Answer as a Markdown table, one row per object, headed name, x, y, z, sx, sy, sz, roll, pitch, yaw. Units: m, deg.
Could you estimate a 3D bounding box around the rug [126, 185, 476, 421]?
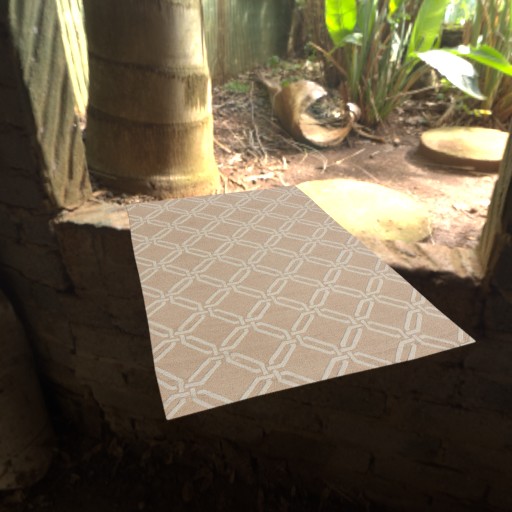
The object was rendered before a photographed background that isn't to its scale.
| name | x | y | z | sx | sy | sz | roll | pitch | yaw |
| --- | --- | --- | --- | --- | --- | --- | --- | --- | --- |
| rug | 0.000 | 0.000 | 2.190 | 1.146 | 0.010 | 1.745 | -9 | 31 | -16 |
